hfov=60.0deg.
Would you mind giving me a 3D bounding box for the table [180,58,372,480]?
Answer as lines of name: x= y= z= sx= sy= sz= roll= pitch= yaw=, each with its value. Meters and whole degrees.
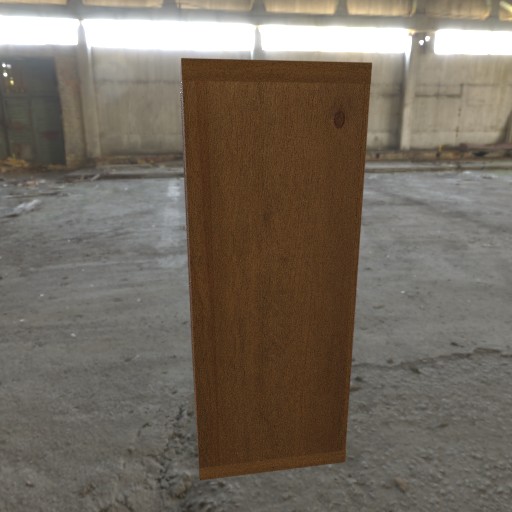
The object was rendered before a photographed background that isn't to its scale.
table: x=0.000 y=0.000 z=1.732 sx=0.524 sy=1.294 sz=0.901 roll=-3 pitch=17 yaw=-9
